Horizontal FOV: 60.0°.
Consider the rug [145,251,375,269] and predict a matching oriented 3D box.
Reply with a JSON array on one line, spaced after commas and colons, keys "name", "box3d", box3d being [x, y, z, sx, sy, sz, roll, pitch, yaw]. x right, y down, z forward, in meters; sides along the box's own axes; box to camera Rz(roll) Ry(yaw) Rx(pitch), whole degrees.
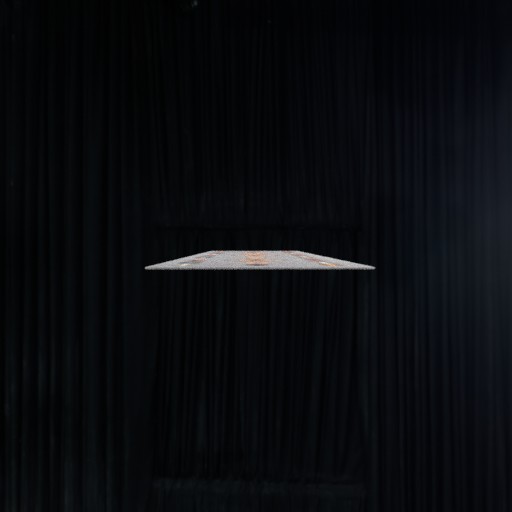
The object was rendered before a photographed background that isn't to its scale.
[{"name": "rug", "box3d": [0.000, 0.000, 2.683, 0.766, 0.008, 2.432, 0, 2, -1]}]
